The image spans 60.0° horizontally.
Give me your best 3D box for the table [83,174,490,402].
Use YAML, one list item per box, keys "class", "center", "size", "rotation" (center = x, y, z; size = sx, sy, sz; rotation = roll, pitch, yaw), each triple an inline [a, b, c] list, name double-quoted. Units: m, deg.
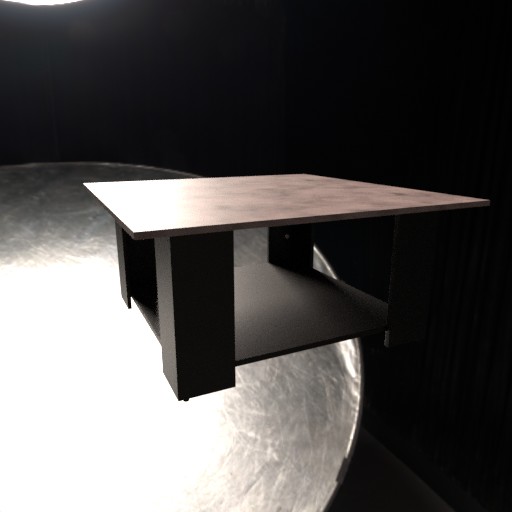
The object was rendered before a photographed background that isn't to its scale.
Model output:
- class: "table"
  center: [0.000, 0.000, 1.036]
  size: [0.670, 0.305, 0.670]
  rotation: [-7, 17, -25]
